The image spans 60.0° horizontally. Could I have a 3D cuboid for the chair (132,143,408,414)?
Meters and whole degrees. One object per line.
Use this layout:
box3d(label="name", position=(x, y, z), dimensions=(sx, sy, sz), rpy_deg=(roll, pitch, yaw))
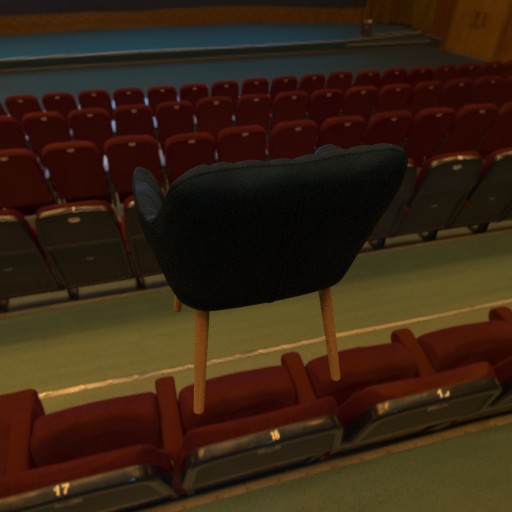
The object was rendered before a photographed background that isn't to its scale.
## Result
box3d(label="chair", position=(0.000, 0.000, 1.198), dimensions=(0.578, 0.826, 0.573), rpy_deg=(-10, 39, -12))
